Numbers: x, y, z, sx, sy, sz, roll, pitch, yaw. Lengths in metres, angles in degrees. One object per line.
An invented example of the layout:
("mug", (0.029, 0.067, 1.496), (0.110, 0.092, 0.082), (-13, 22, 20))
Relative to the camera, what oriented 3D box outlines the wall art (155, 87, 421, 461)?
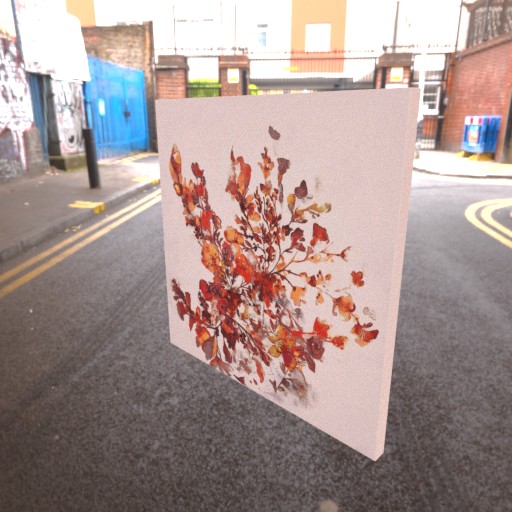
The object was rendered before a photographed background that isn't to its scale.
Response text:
("wall art", (0.000, 0.000, 1.479), (1.009, 1.009, 0.049), (16, 24, 42))
